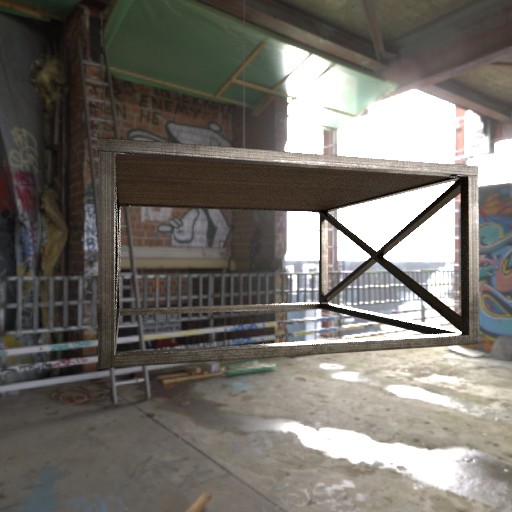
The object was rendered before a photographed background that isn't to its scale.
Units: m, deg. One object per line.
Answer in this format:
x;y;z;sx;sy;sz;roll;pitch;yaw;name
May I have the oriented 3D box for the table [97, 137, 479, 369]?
0.000;0.000;1.419;0.909;0.451;0.899;0;-1;-16;table
